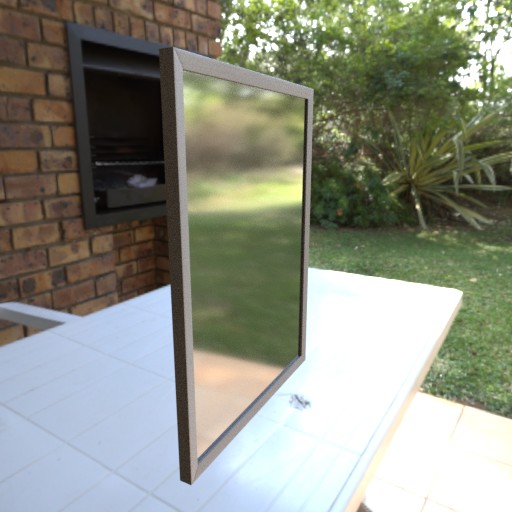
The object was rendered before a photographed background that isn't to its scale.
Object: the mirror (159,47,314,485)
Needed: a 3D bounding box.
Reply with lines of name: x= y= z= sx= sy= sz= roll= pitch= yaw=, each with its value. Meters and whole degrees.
mirror: x=0.000 y=0.000 z=1.325 sx=0.040 sy=1.016 sz=0.762 roll=7 pitch=16 yaw=27
